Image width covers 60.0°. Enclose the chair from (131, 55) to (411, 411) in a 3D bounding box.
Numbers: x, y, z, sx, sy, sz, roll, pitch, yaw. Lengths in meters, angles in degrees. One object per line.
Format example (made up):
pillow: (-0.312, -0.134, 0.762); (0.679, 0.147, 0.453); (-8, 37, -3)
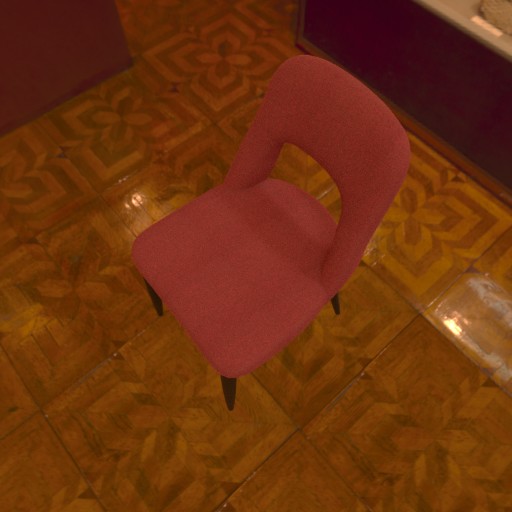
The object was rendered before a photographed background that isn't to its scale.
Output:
chair: (0.000, 0.000, 1.210); (0.569, 0.892, 0.483); (-36, 69, -16)
